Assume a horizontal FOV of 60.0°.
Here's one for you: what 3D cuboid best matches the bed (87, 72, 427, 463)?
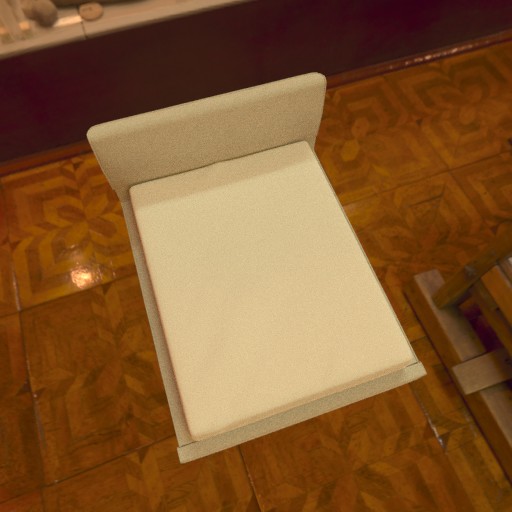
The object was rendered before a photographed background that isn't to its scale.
[{"bbox_3d":[0.000,0.000,3.542,1.980,1.126,2.498,-17,65,-8],"label":"bed"}]
